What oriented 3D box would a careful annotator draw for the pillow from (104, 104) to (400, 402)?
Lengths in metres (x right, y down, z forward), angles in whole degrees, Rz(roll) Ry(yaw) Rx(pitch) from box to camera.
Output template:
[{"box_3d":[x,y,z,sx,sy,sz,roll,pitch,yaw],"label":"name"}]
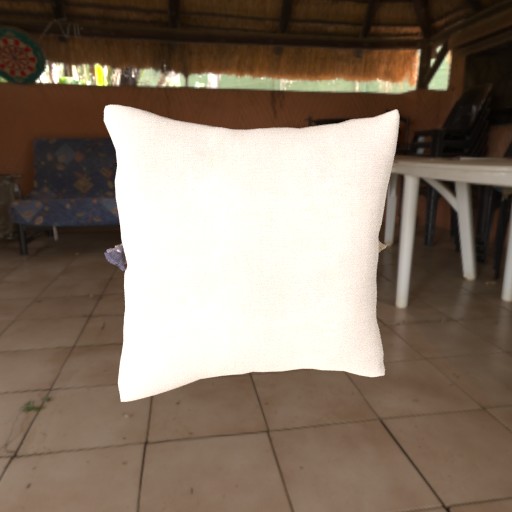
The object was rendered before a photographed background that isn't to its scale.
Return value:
[{"box_3d":[0.000,0.000,0.756,0.489,0.481,0.165,-2,14,-10],"label":"pillow"}]
